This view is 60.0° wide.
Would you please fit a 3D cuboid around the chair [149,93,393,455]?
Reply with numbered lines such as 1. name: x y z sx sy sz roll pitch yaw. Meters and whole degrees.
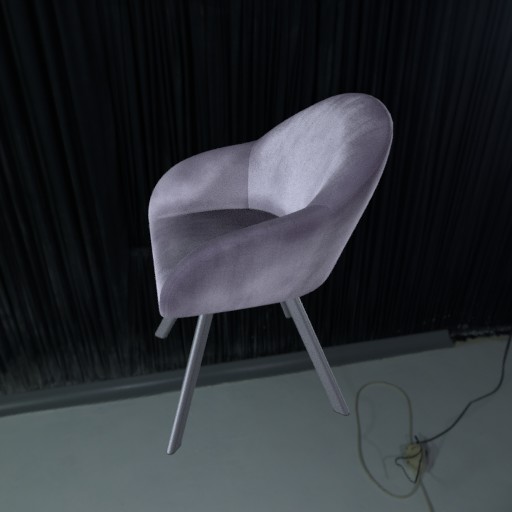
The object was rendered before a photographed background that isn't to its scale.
1. chair: 0.000 0.000 1.182 0.590 0.795 0.550 -7 31 -13
